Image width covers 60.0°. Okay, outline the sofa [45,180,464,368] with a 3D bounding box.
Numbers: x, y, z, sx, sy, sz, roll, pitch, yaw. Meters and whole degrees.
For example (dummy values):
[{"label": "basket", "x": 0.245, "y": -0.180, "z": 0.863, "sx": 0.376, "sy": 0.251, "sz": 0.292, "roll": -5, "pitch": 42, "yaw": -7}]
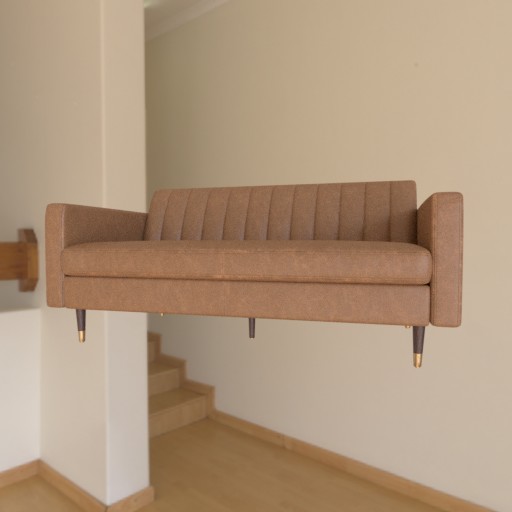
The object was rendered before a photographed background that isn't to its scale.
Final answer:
[{"label": "sofa", "x": 0.000, "y": 0.000, "z": 2.278, "sx": 1.847, "sy": 0.821, "sz": 0.993, "roll": 1, "pitch": 2, "yaw": 16}]
